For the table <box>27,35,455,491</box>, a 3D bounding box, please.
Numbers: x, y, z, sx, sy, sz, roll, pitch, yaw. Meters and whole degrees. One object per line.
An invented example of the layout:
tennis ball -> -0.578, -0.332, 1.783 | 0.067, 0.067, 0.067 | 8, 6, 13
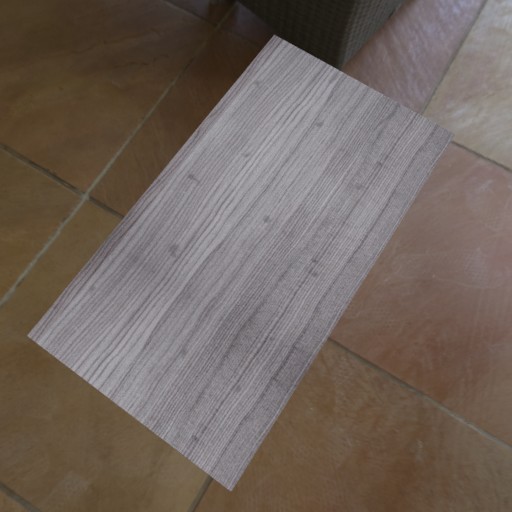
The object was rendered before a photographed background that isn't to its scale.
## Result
table -> 0.000, 0.000, 2.033 | 0.881, 0.736, 1.579 | 33, 76, 9
